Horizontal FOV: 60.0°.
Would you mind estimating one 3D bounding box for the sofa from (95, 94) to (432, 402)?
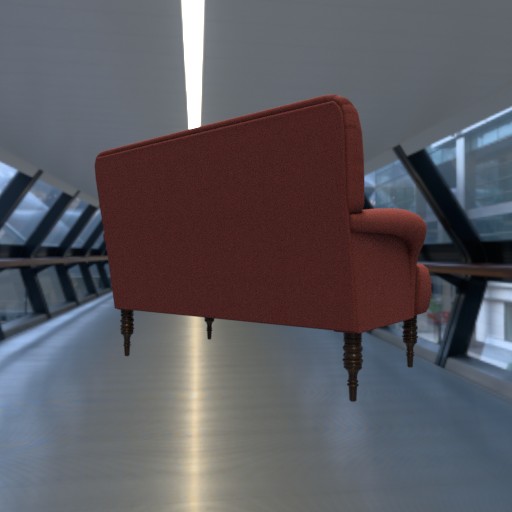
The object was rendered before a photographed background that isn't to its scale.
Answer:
[{"bbox_3d":[0.000,0.000,1.850,1.297,0.889,0.779,-1,-1,37],"label":"sofa"}]
